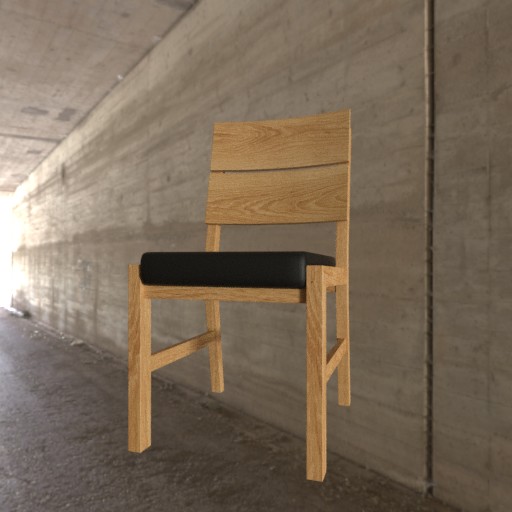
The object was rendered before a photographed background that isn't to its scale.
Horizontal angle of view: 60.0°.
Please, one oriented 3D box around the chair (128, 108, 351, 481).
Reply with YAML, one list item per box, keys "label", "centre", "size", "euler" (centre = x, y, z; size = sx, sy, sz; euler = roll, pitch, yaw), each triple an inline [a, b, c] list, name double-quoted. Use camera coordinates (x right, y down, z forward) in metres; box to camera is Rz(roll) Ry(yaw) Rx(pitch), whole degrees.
- label: "chair"
  centre: [0.000, 0.000, 1.266]
  size: [0.475, 0.950, 0.569]
  euler: [0, 0, 18]
